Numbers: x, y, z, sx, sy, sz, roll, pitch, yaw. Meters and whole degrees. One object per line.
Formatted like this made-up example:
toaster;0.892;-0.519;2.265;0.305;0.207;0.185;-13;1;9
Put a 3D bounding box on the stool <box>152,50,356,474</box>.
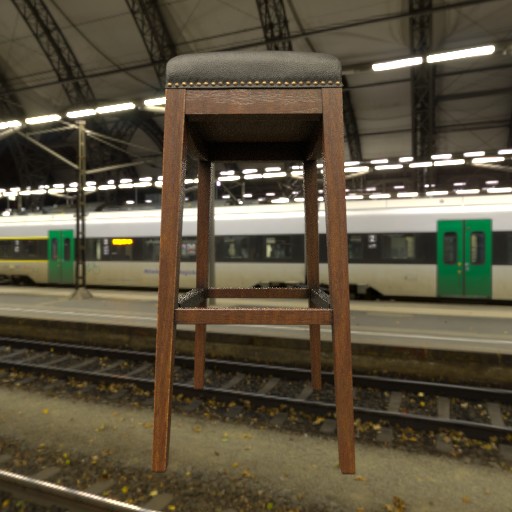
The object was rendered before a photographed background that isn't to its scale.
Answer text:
stool;0.000;0.000;1.028;0.361;0.765;0.500;0;1;1
